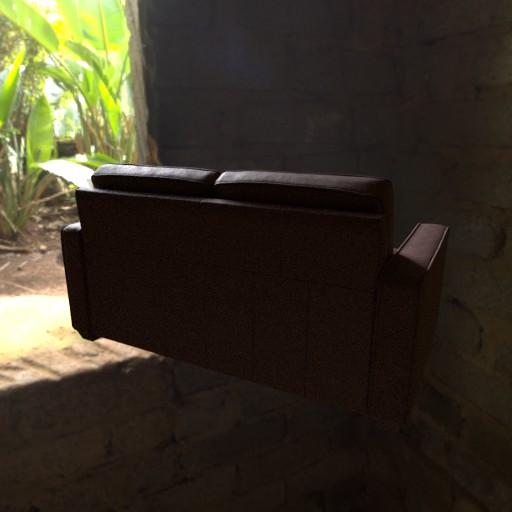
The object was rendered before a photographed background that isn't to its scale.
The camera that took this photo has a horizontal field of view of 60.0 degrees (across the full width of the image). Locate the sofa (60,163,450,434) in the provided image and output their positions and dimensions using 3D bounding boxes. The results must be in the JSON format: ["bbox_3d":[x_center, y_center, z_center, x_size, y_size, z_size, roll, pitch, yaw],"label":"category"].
[{"bbox_3d":[0.000,0.000,2.216,1.709,0.918,0.947,9,19,26],"label":"sofa"}]
